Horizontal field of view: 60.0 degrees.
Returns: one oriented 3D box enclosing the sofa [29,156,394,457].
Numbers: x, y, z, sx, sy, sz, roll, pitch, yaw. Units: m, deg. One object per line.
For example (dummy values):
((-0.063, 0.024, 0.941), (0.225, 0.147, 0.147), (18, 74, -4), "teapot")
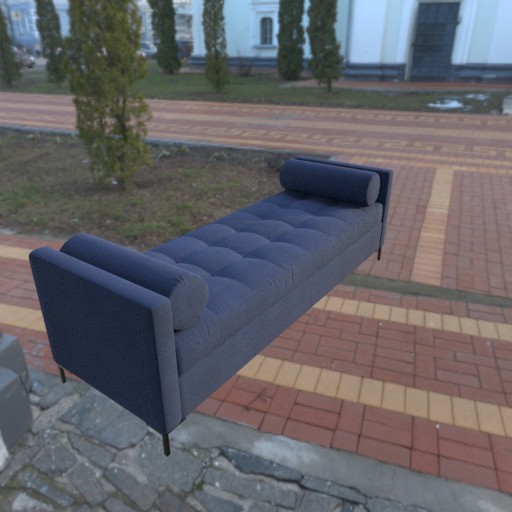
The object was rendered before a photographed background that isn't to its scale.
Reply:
((0.000, 0.000, 2.321), (0.686, 0.635, 1.981), (17, 30, 32), "sofa")
